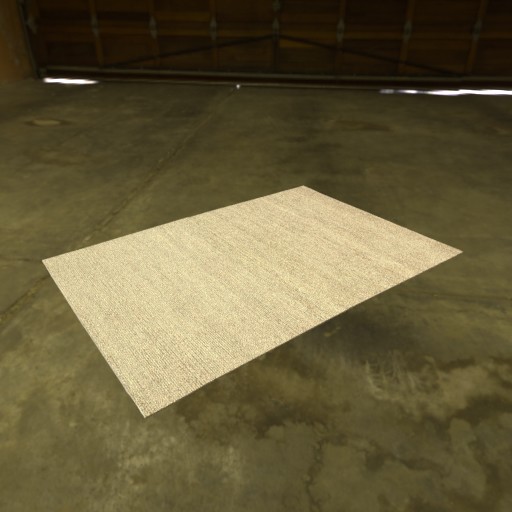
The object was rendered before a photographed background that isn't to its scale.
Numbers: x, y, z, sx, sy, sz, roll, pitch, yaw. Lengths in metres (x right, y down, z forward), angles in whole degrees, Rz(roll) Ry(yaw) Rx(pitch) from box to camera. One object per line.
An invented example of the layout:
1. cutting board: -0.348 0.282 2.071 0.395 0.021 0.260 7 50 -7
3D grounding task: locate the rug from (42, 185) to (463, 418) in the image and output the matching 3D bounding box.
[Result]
1. rug: 0.000 0.000 2.973 2.342 0.030 1.609 -20 35 -31
